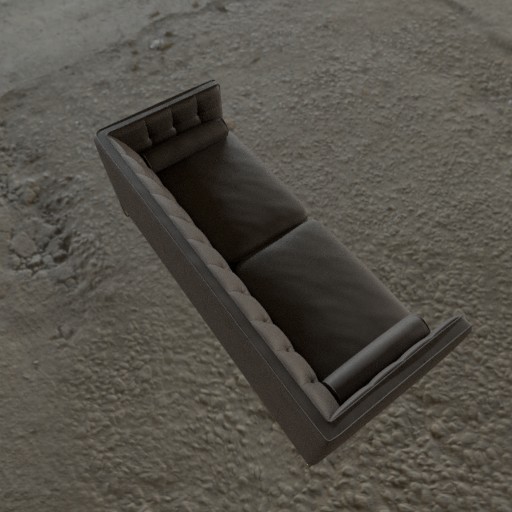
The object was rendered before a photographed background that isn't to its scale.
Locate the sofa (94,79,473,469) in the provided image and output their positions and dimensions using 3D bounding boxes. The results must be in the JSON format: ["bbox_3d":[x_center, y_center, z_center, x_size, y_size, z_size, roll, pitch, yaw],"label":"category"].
[{"bbox_3d":[0.000,0.000,2.534,0.867,0.789,2.087,-32,63,-18],"label":"sofa"}]
